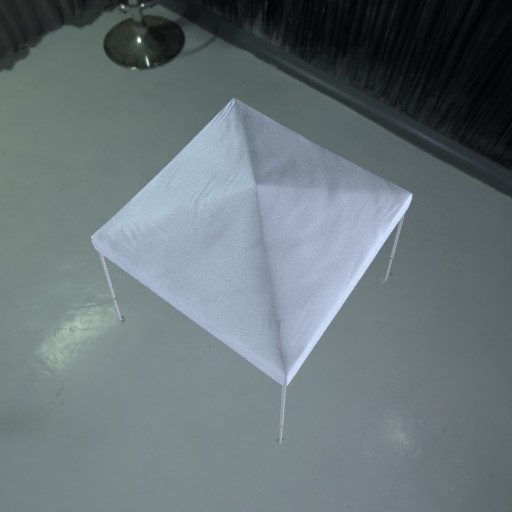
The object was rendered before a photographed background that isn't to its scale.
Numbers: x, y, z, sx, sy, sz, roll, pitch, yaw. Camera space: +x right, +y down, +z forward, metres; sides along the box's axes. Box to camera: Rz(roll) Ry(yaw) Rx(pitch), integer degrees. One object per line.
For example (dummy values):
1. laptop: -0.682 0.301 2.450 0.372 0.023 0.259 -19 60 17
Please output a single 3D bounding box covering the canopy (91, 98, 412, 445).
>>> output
1. canopy: 0.000 0.000 6.710 3.599 3.600 3.600 33 68 15
